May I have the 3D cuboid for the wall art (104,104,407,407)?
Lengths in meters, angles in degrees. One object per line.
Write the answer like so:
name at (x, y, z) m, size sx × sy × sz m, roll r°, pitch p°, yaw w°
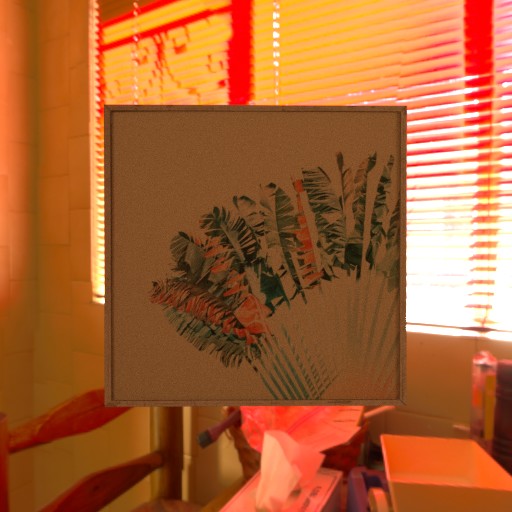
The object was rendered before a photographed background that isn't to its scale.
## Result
wall art at (0.000, 0.000, 1.133) m, size 0.760 × 0.757 × 0.038 m, roll 0°, pitch 1°, yaw -1°
